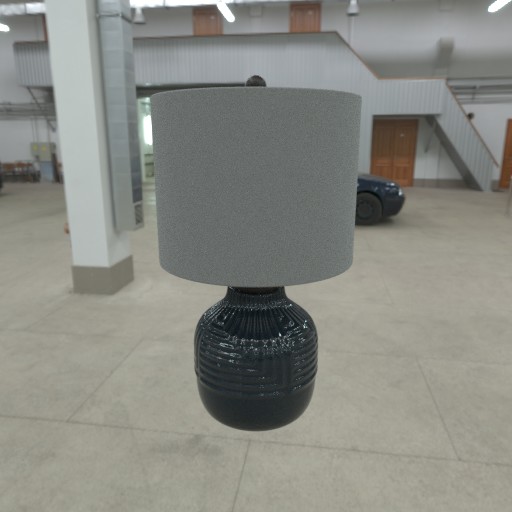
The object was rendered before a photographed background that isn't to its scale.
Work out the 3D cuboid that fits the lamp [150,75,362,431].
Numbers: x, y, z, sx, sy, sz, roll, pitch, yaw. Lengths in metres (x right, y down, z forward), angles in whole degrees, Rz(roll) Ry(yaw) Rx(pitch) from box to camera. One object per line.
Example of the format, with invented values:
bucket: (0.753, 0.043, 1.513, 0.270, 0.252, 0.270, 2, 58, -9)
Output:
lamp: (0.000, 0.000, 0.744, 0.318, 0.567, 0.318, 0, 15, 0)
